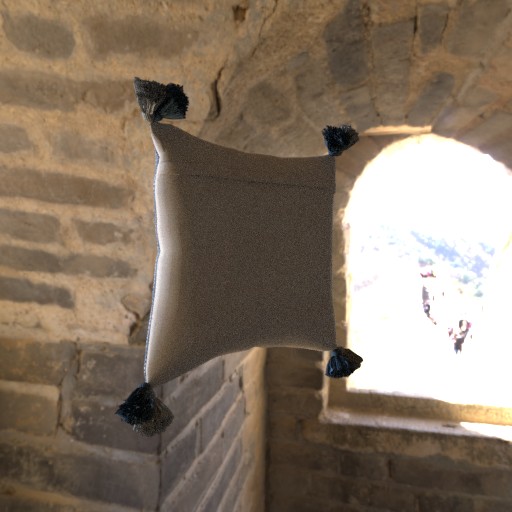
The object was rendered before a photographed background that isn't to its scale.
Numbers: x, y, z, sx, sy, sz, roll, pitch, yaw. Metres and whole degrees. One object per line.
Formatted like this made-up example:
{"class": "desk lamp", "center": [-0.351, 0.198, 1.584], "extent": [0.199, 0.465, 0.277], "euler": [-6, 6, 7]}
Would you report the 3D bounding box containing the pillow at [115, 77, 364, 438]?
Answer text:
{"class": "pillow", "center": [0.000, 0.000, 0.935], "extent": [0.614, 0.634, 0.138], "euler": [0, 0, -35]}
